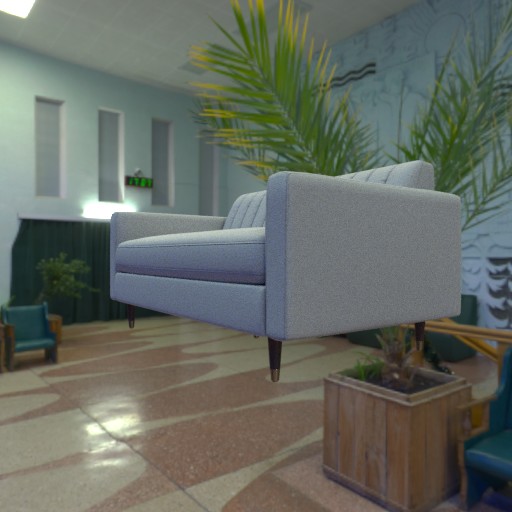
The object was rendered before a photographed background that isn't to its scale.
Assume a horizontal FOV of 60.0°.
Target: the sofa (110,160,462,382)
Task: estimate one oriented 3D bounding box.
[{"bbox_3d":[0.000,0.000,2.153,0.950,0.801,1.585,0,0,-36],"label":"sofa"}]
